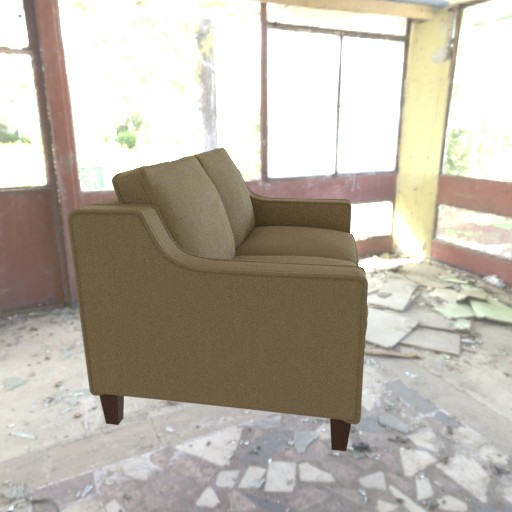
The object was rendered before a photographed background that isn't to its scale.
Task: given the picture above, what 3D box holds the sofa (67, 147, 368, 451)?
[{"bbox_3d":[0.000,0.000,2.148,0.987,0.971,1.501,3,16,9],"label":"sofa"}]
